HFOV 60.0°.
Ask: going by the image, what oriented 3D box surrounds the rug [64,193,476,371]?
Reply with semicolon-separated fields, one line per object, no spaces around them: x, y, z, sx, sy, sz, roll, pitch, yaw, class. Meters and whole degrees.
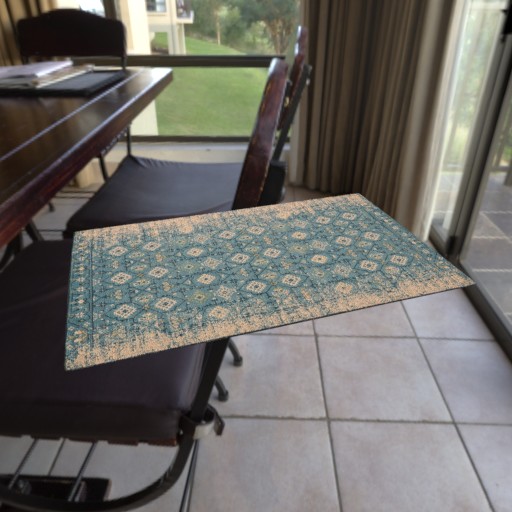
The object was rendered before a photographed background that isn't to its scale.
0.000;0.000;2.252;1.795;0.008;1.102;-9;33;-15;rug
